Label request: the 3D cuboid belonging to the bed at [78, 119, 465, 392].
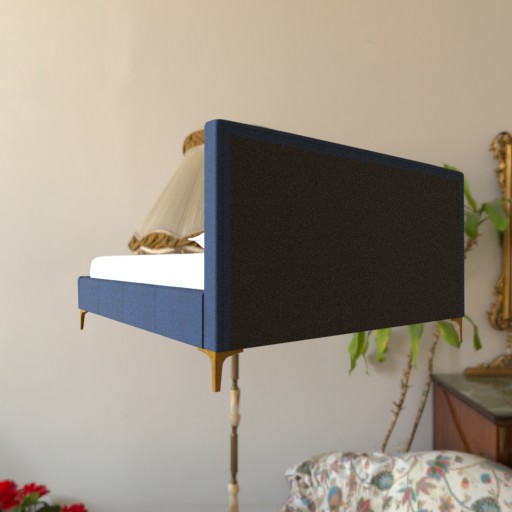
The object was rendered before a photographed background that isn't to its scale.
[{"bbox_3d":[0.000,0.000,3.452,2.096,1.231,2.232,0,-1,-36],"label":"bed"}]
